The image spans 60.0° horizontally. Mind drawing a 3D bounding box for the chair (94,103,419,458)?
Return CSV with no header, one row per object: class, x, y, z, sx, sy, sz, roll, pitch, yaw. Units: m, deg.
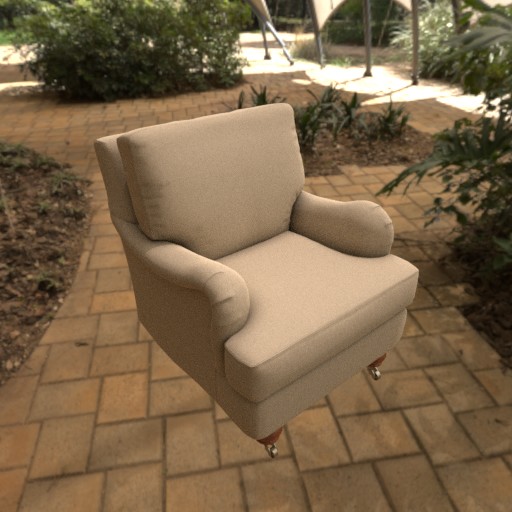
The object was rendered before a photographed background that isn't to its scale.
chair,0.000,0.000,1.870,0.895,1.076,1.078,-23,38,-32
